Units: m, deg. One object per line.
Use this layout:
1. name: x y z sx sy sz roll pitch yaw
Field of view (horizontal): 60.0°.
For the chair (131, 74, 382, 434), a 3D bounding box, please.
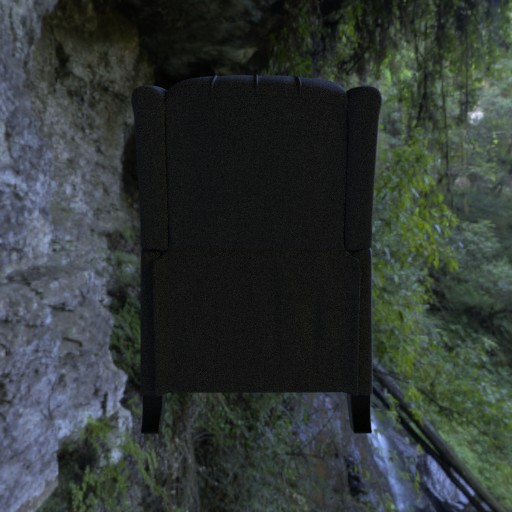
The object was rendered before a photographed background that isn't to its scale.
1. chair: 0.000 0.000 1.615 0.742 1.035 0.898 0 0 0
